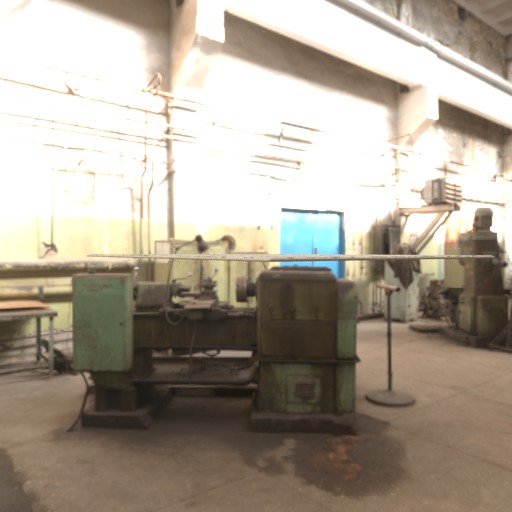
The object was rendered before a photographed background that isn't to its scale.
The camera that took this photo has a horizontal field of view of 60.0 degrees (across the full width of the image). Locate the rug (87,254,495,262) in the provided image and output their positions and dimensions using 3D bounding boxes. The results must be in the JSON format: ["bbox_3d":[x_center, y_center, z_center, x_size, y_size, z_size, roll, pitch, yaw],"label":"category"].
[{"bbox_3d":[0.000,0.000,2.288,1.213,0.012,1.831,0,1,-36],"label":"rug"}]
